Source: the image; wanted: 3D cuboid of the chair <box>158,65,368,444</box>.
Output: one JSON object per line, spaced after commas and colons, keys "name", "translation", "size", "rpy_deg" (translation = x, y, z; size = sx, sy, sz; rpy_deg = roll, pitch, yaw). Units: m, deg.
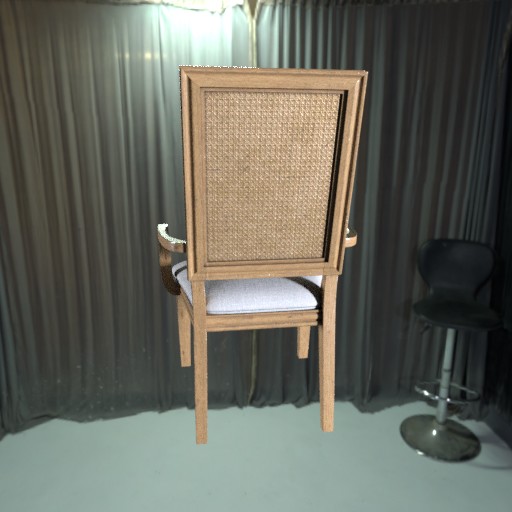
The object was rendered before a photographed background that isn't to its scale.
{"name": "chair", "translation": [0.000, 0.000, 1.365], "size": [0.606, 0.990, 0.602], "rpy_deg": [-2, 14, -8]}
